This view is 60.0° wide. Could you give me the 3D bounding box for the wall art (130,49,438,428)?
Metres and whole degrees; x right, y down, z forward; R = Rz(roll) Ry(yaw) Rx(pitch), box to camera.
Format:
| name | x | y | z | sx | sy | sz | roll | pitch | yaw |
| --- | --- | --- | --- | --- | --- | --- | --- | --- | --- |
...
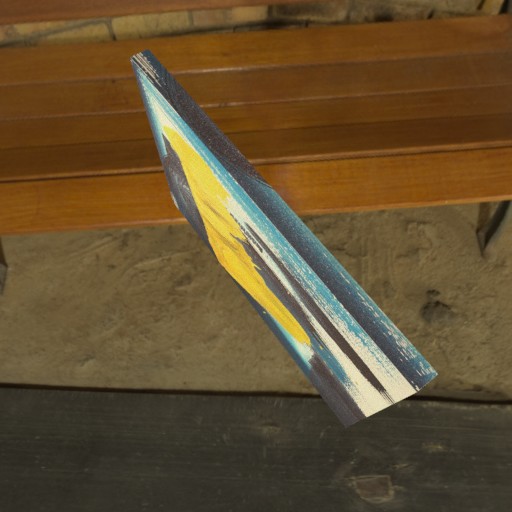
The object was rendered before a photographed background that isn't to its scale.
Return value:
| name | x | y | z | sx | sy | sz | roll | pitch | yaw |
| --- | --- | --- | --- | --- | --- | --- | --- | --- | --- |
| wall art | 0.000 | 0.000 | 0.752 | 0.033 | 0.406 | 0.609 | -33 | 68 | -15 |
